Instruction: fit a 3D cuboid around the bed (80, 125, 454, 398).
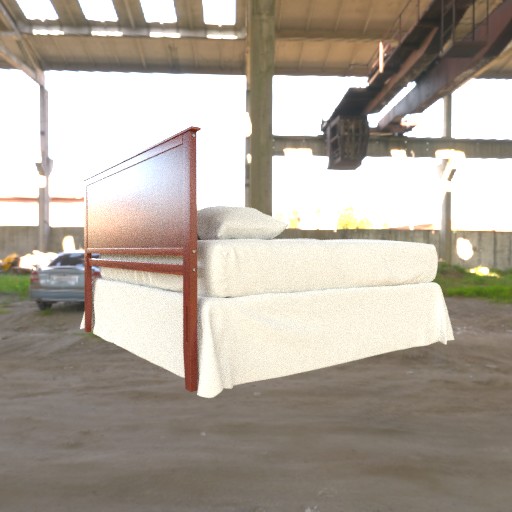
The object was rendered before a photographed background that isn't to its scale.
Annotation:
[{"bbox_3d":[0.000,0.000,3.566,2.219,1.271,2.314,-1,1,-35],"label":"bed"}]
